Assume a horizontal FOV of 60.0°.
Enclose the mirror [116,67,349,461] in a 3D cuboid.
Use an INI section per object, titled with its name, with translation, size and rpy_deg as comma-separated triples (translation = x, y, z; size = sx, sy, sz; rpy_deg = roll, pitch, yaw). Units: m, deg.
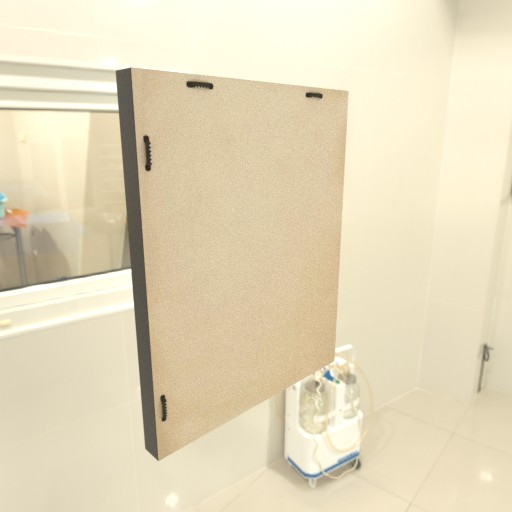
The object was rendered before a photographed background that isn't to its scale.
[mirror]
translation = 0.000, 0.000, 0.693
size = 0.405, 0.508, 0.041
rpy_deg = -14, 21, -42
